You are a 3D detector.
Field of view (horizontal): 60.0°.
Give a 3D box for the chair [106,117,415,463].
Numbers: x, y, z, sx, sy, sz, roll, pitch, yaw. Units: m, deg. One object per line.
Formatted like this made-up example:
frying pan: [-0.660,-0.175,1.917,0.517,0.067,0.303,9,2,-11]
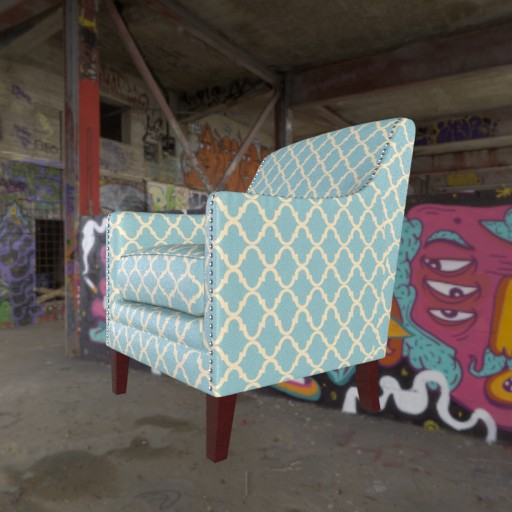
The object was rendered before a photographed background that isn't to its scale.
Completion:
chair: [0.000,0.000,1.298,0.686,0.817,0.617,0,1,-38]
